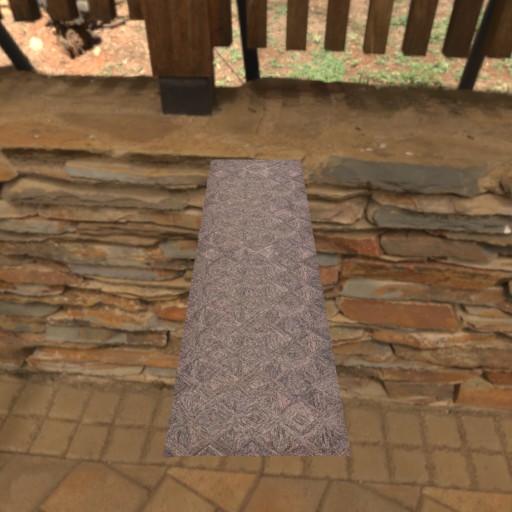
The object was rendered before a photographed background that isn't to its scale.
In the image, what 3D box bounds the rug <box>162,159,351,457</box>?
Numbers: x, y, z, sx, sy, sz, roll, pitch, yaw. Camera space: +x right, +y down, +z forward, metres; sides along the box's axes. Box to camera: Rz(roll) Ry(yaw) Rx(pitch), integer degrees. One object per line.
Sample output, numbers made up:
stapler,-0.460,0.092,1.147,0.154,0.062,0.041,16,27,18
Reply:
rug,0.000,0.000,2.500,0.691,0.011,2.296,0,40,0
